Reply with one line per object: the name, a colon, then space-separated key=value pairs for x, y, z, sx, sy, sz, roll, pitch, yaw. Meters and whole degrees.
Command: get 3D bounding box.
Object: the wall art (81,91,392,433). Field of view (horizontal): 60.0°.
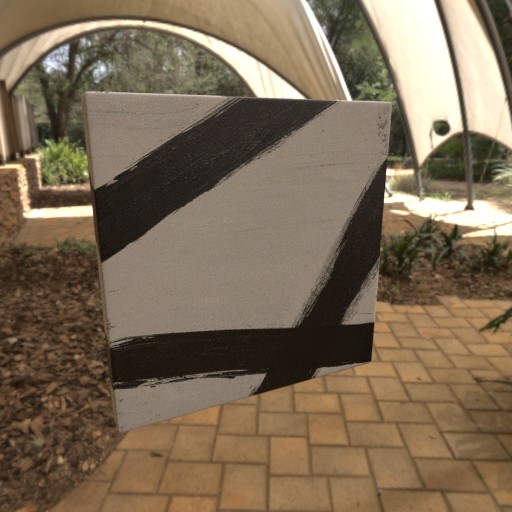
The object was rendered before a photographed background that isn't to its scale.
wall art: x=0.000 y=0.000 z=0.757 sx=0.507 sy=0.508 sz=0.050 roll=-8 pitch=18 yaw=-25
